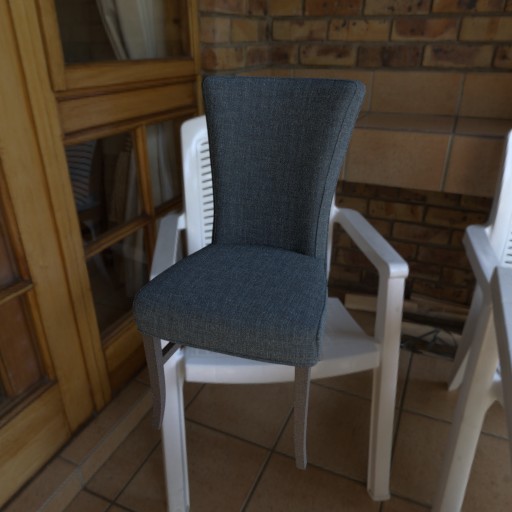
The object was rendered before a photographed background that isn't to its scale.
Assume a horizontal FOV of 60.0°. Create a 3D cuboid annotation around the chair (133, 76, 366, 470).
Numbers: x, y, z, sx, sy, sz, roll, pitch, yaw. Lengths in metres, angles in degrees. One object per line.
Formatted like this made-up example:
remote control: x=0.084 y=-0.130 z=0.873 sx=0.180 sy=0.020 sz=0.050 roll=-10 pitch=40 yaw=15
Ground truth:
chair: x=0.000 y=0.000 z=1.367 sx=0.520 sy=0.991 sz=0.660 roll=8 pitch=27 yaw=16
